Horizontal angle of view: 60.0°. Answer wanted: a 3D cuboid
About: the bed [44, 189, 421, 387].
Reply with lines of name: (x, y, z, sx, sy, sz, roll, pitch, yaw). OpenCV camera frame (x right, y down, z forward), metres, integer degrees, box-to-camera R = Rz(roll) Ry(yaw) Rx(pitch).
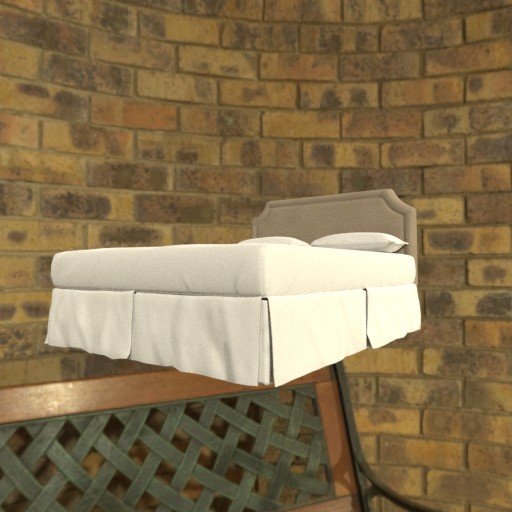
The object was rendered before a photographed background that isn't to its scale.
bed: (0.000, 0.000, 3.546, 1.977, 1.293, 2.498, -1, -2, 36)
